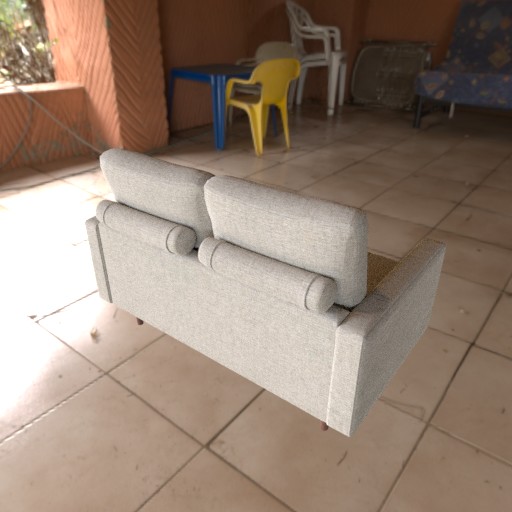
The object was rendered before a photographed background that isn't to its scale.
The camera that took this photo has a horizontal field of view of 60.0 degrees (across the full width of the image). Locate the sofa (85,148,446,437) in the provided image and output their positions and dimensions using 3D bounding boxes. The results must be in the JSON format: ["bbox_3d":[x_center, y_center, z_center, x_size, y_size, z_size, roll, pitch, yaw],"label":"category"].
[{"bbox_3d":[0.000,0.000,1.986,1.407,0.907,0.842,20,34,32],"label":"sofa"}]
